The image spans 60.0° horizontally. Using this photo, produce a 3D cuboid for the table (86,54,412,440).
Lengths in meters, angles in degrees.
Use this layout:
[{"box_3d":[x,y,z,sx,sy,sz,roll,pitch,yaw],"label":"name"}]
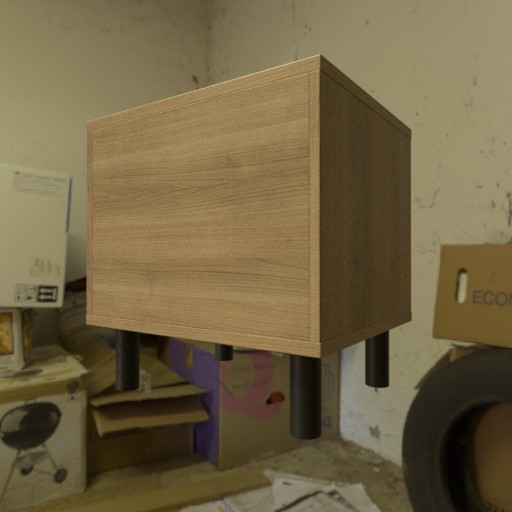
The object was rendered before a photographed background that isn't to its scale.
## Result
[{"box_3d":[0.000,0.000,0.789,0.445,0.460,0.380,0,0,35],"label":"table"}]
